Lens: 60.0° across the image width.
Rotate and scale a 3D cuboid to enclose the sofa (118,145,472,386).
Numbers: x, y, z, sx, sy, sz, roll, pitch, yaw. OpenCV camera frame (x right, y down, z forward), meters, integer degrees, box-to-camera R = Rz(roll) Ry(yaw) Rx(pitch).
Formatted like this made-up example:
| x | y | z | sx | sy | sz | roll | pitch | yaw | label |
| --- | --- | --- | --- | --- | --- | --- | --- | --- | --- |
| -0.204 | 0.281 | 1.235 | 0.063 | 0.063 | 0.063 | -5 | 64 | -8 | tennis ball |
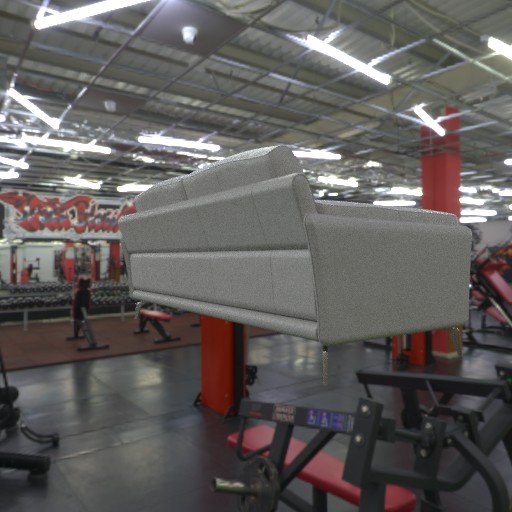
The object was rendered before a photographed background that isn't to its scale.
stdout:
| x | y | z | sx | sy | sz | roll | pitch | yaw | label |
| --- | --- | --- | --- | --- | --- | --- | --- | --- | --- |
| 0.000 | 0.000 | 2.631 | 1.049 | 0.930 | 2.101 | 0 | 0 | -34 | sofa |
